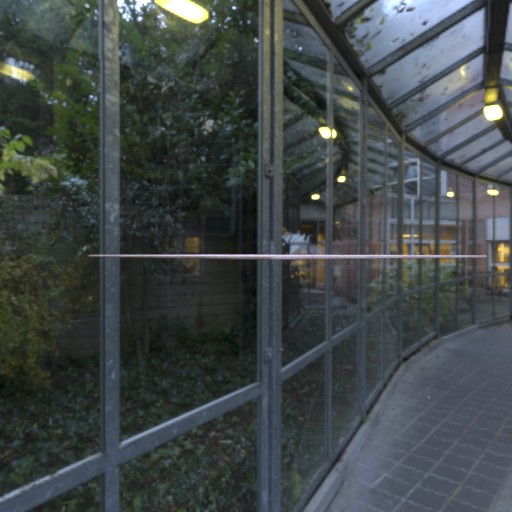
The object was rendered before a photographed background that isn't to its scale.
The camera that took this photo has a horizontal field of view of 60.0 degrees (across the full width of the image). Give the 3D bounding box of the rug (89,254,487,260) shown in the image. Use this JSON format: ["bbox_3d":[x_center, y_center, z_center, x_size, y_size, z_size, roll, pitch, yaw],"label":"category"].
[{"bbox_3d":[0.000,0.000,3.054,1.609,0.015,2.390,0,0,-36],"label":"rug"}]
